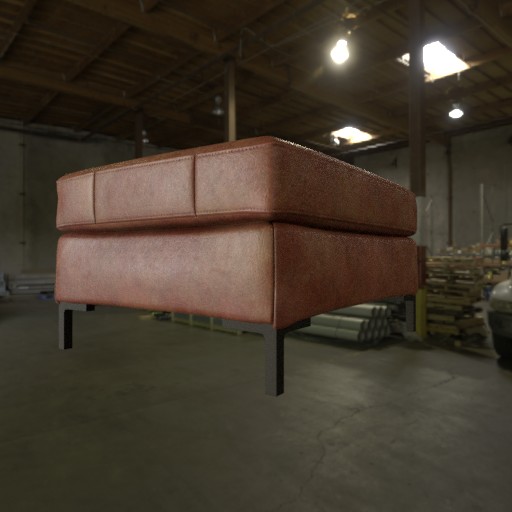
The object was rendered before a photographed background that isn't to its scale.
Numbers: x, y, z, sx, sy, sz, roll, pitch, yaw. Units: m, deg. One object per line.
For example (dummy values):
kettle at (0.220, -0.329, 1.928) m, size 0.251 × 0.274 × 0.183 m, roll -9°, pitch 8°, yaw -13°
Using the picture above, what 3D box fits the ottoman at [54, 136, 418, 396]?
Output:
ottoman at (0.000, 0.000, 1.781) m, size 0.965 × 0.667 × 1.186 m, roll 0°, pitch 0°, yaw 36°
